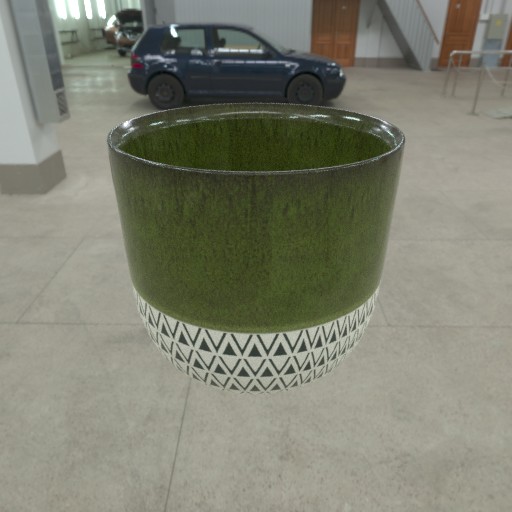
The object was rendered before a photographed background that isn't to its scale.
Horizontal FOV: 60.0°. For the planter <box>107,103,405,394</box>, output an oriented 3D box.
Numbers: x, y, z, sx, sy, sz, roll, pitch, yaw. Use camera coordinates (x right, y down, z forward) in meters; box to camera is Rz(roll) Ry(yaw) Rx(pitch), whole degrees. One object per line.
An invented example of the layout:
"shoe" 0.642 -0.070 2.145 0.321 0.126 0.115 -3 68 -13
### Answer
"planter" 0.000 0.000 0.474 0.266 0.270 0.266 0 29 0
